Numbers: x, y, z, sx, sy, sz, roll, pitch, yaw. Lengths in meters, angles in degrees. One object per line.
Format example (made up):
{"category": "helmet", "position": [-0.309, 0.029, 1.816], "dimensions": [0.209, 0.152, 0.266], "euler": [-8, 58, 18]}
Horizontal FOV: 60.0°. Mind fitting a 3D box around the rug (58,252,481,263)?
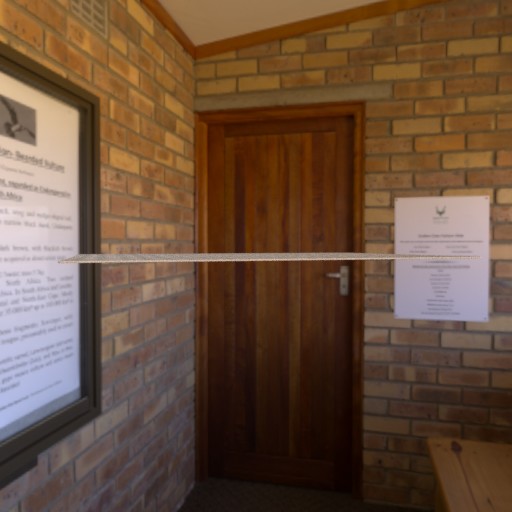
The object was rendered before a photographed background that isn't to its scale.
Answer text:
{"category": "rug", "position": [0.000, 0.000, 2.370], "dimensions": [1.828, 0.007, 1.220], "euler": [0, 1, -19]}
